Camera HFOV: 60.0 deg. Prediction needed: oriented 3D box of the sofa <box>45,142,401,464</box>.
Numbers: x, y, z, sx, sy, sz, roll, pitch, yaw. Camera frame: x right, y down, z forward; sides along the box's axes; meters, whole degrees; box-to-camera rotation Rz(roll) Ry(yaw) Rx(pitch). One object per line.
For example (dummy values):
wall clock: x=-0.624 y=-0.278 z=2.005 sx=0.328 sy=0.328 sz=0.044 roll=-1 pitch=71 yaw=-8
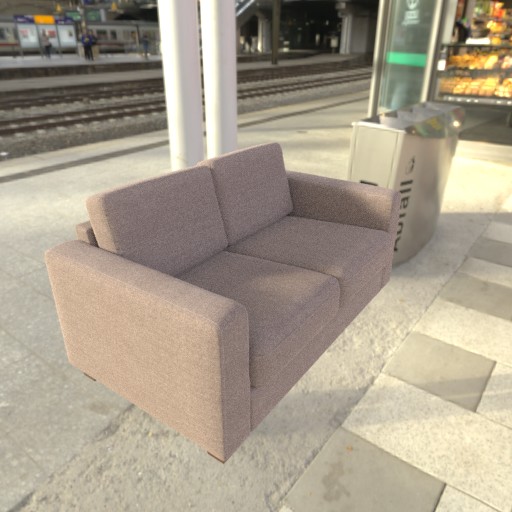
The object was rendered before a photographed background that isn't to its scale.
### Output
sofa: x=0.000 y=0.000 z=2.043 sx=0.900 sy=0.800 sz=1.520 roll=17 pitch=31 yaw=31
